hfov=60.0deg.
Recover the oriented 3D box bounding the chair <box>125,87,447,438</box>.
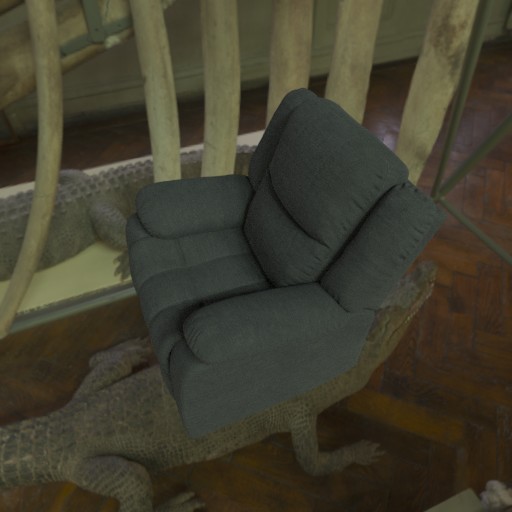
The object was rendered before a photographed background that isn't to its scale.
[{"bbox_3d":[0.000,0.000,1.732,0.944,1.008,0.899,-17,49,-16],"label":"chair"}]
